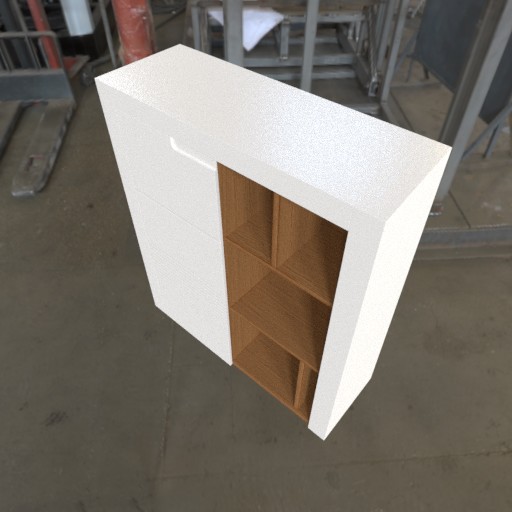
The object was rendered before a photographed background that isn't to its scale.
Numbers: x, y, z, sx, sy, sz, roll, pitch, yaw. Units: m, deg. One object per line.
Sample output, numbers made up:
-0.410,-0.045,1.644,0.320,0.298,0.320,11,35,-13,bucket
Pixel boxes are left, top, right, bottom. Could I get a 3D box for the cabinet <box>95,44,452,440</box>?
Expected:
0.000,0.000,1.619,0.990,1.150,0.348,32,54,27,cabinet
